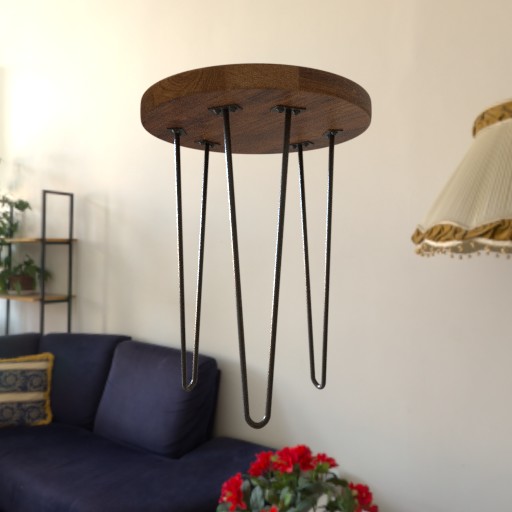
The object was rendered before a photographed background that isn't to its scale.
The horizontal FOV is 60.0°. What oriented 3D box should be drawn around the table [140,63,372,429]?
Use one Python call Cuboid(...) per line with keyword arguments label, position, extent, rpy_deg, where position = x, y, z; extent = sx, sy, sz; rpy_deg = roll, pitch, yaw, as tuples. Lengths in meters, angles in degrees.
Cuboid(label="table", position=(0.000, 0.000, 0.793), extent=(0.400, 0.520, 0.400), rpy_deg=(0, 0, 0))
